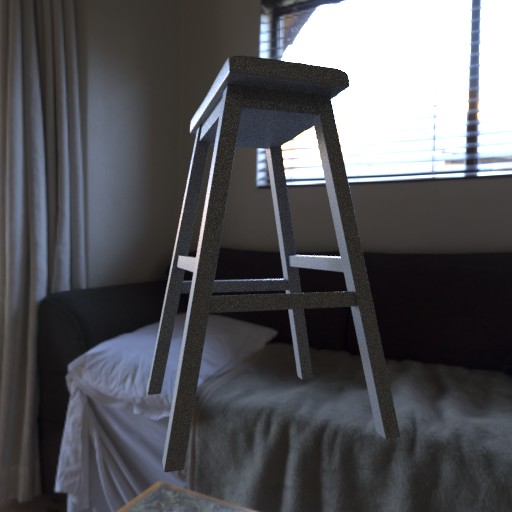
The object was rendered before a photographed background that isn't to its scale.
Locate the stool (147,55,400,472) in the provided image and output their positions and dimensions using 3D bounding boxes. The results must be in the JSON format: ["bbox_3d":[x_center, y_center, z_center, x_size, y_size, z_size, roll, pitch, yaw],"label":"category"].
[{"bbox_3d":[0.000,0.000,1.046,0.476,0.737,0.457,0,1,-17],"label":"stool"}]
